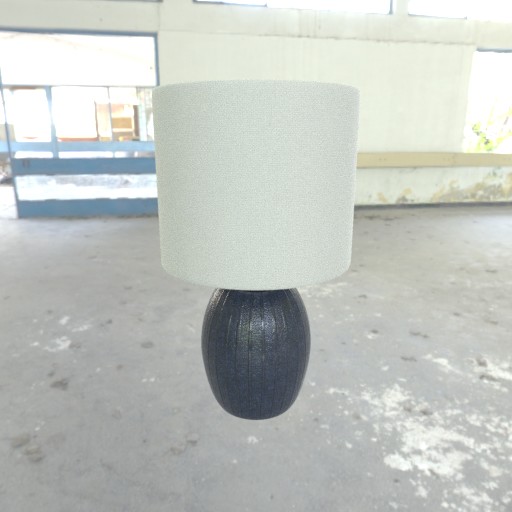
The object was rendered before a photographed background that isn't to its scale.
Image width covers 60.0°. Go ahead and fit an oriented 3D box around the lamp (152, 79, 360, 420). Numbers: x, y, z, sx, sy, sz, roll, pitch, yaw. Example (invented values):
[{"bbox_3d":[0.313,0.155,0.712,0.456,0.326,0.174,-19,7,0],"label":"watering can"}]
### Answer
[{"bbox_3d":[0.000,0.000,0.785,0.329,0.570,0.329,-2,16,-8],"label":"lamp"}]
